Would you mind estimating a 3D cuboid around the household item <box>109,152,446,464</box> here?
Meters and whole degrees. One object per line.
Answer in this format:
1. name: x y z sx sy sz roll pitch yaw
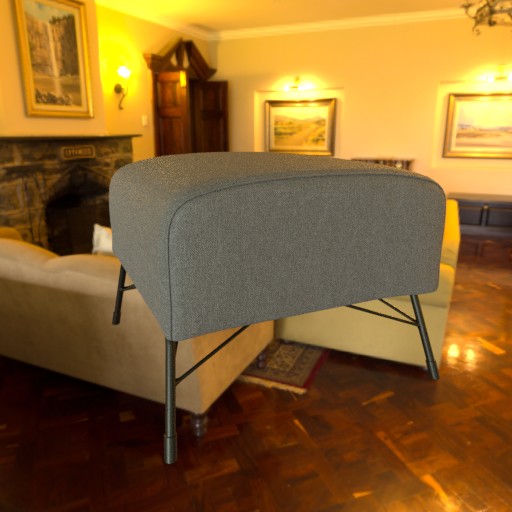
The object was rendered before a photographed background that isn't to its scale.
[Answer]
1. household item: 0.000 0.000 0.904 0.530 0.410 0.530 -7 17 -24
